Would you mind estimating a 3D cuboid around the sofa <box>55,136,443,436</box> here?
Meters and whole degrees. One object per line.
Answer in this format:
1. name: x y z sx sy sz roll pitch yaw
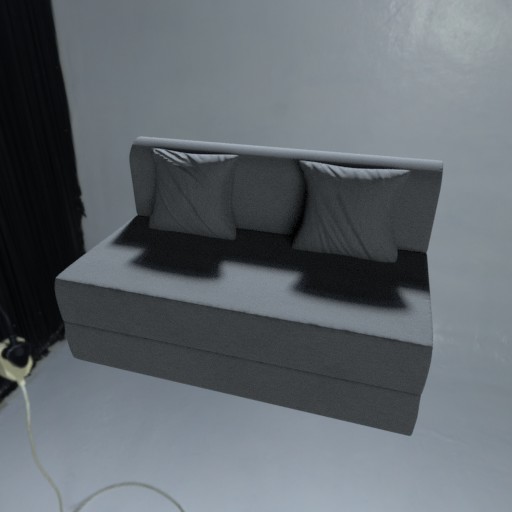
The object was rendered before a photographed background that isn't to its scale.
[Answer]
1. sofa: 0.000 0.000 1.656 1.225 0.670 0.762 8 30 15
